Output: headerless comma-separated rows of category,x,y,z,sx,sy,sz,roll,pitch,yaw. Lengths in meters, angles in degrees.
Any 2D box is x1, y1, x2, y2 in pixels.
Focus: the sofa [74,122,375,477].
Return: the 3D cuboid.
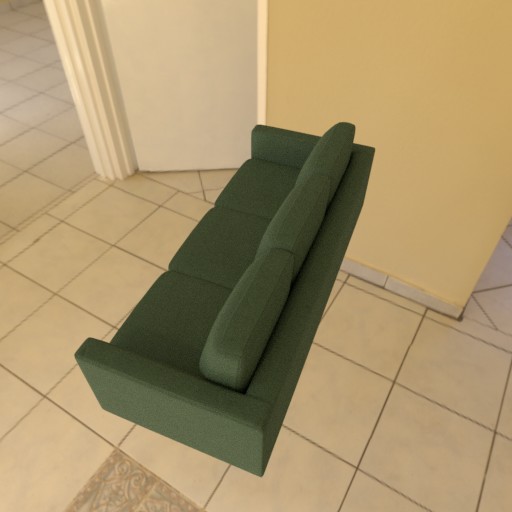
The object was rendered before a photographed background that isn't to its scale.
sofa,0.000,0.000,2.518,0.879,0.899,2.029,16,48,15
